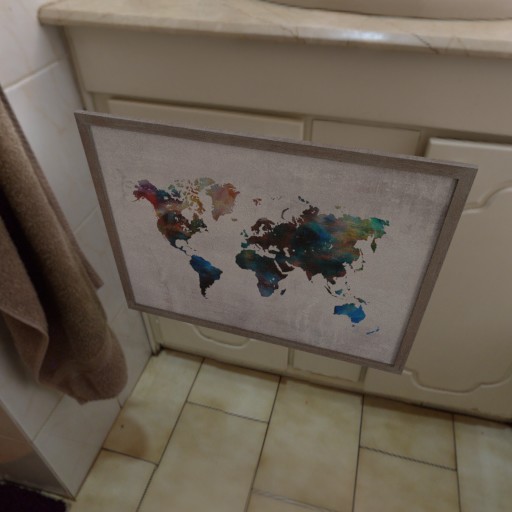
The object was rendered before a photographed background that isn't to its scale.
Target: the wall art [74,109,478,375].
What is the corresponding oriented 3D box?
[{"bbox_3d":[0.000,0.000,1.332,1.012,0.774,0.019,11,42,13],"label":"wall art"}]
